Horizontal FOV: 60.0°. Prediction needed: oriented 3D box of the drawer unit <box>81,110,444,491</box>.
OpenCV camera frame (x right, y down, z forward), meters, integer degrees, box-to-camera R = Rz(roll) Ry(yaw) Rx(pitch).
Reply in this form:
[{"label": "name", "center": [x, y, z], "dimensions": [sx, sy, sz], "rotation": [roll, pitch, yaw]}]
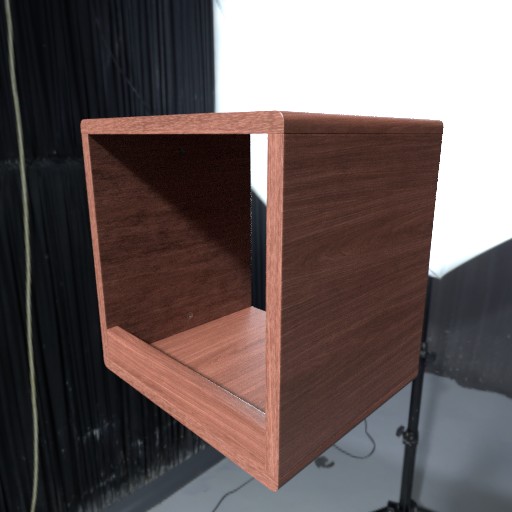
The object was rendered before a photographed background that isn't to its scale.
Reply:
[{"label": "drawer unit", "center": [0.000, 0.000, 0.595], "dimensions": [0.349, 0.351, 0.290], "rotation": [15, 21, 43]}]
